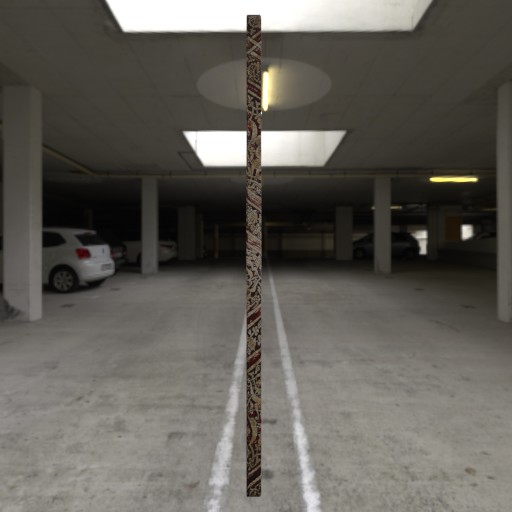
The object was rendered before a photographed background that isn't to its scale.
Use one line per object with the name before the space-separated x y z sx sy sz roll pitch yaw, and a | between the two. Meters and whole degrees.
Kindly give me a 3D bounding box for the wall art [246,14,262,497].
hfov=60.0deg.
wall art | 0.000 0.000 1.131 0.030 0.904 0.599 0 0 1
